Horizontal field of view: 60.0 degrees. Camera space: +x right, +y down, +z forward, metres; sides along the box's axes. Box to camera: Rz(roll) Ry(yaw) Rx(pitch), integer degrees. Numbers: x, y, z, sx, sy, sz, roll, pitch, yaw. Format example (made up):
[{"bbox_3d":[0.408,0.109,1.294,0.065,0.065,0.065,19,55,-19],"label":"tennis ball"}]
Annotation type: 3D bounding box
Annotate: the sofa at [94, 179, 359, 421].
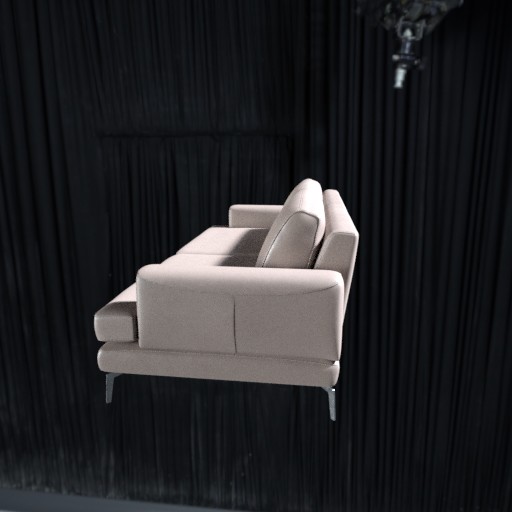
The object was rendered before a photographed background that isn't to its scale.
[{"bbox_3d":[0.000,0.000,2.493,0.974,0.765,1.940,2,14,7],"label":"sofa"}]
